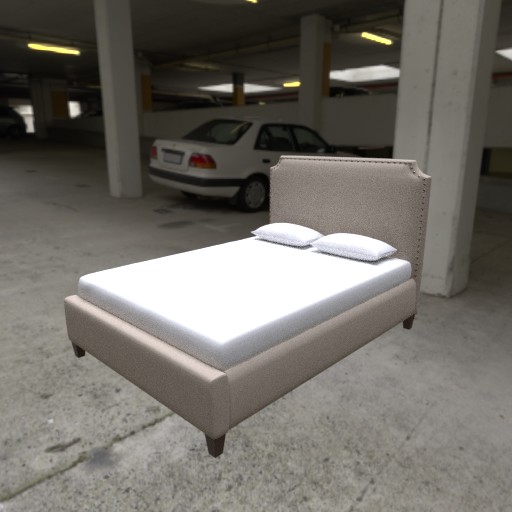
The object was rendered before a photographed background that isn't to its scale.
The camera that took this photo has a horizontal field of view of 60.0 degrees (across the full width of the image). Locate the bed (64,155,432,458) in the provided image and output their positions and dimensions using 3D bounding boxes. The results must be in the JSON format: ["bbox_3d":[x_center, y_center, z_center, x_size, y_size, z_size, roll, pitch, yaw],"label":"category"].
[{"bbox_3d":[0.000,0.000,3.466,1.713,1.443,2.372,14,20,42],"label":"bed"}]
